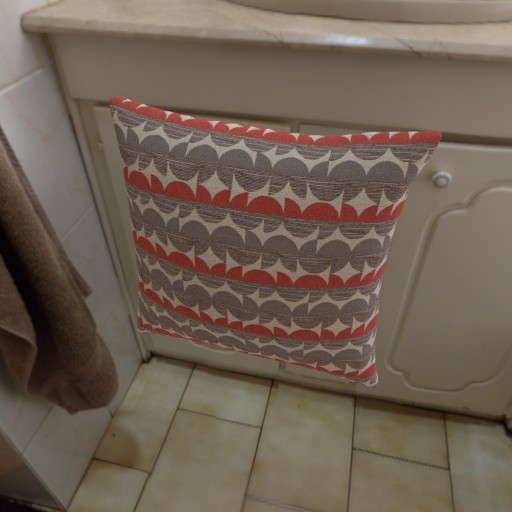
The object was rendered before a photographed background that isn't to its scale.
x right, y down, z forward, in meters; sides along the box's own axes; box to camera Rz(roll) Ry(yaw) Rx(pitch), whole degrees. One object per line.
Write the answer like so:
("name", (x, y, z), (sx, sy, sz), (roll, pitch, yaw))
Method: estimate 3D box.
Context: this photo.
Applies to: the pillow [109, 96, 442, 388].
("pillow", (0.000, 0.000, 0.644), (0.420, 0.410, 0.180), (10, 42, 11))
